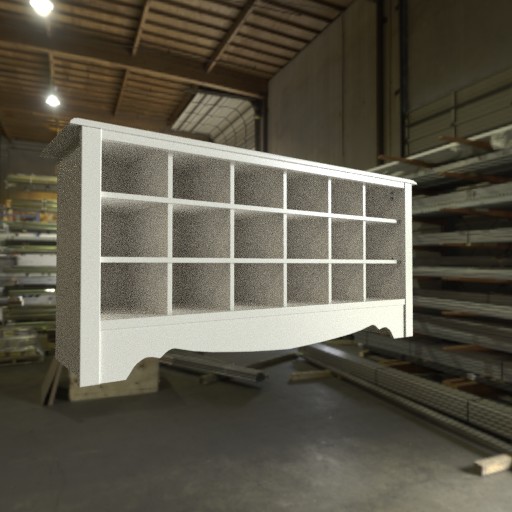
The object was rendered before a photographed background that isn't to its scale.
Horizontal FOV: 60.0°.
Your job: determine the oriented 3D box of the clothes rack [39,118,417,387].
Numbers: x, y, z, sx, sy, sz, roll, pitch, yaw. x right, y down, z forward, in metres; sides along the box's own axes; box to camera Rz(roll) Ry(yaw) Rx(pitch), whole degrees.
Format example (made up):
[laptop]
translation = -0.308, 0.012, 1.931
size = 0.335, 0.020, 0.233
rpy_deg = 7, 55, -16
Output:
[clothes rack]
translation = 0.000, 0.000, 1.312
size = 1.120, 0.531, 0.324
rpy_deg = 1, -1, -36
